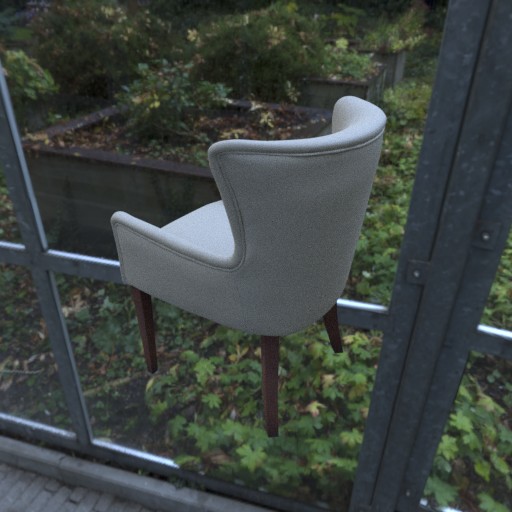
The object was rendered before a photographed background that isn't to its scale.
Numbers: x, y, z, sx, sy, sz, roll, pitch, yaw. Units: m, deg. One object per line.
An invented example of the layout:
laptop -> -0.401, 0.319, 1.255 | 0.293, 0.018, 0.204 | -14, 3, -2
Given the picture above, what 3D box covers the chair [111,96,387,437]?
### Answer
chair -> 0.000, 0.000, 1.459 | 0.686, 0.952, 0.660 | 19, 35, 30
